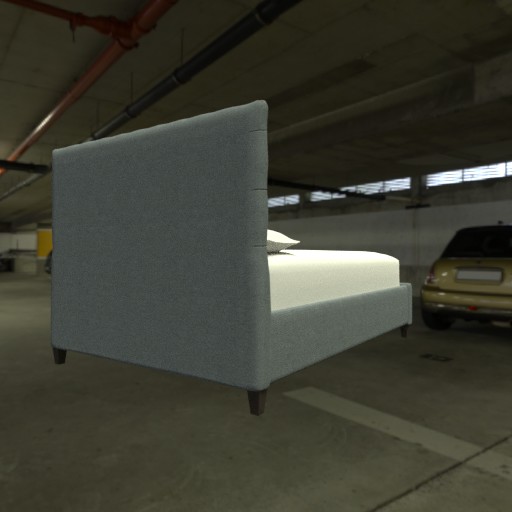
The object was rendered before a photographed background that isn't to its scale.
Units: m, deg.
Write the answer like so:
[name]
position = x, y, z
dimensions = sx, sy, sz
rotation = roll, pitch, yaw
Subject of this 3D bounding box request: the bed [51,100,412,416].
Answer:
[bed]
position = 0.000, 0.000, 3.375
dimensions = 1.698, 1.411, 2.335
rotation = 0, 0, 35
